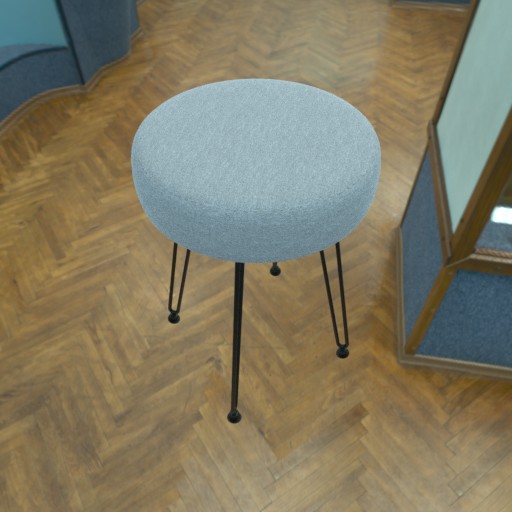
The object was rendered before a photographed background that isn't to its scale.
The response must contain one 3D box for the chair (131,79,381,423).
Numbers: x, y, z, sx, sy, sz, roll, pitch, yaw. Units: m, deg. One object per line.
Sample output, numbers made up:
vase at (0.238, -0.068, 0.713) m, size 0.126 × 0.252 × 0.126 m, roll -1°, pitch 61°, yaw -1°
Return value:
chair at (0.000, 0.000, 0.678) m, size 0.350 × 0.440 × 0.350 m, roll 10°, pitch 48°, yaw 9°
